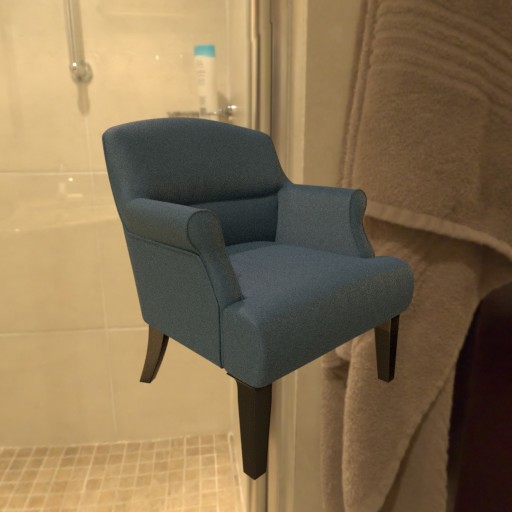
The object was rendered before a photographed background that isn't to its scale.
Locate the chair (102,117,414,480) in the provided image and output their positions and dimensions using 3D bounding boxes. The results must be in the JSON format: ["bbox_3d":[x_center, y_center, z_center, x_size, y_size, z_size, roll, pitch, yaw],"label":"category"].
[{"bbox_3d":[0.000,0.000,1.426,0.770,0.878,0.754,-14,20,-43],"label":"chair"}]
